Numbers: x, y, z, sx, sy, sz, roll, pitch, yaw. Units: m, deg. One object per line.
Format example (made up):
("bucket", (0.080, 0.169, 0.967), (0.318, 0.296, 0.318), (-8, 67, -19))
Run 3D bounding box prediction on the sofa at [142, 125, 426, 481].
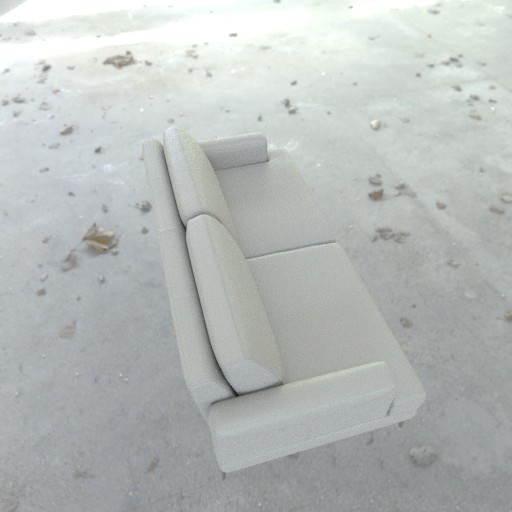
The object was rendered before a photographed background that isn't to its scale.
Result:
("sofa", (0.000, 0.000, 2.392), (0.974, 0.765, 1.940), (-12, 48, -11))
